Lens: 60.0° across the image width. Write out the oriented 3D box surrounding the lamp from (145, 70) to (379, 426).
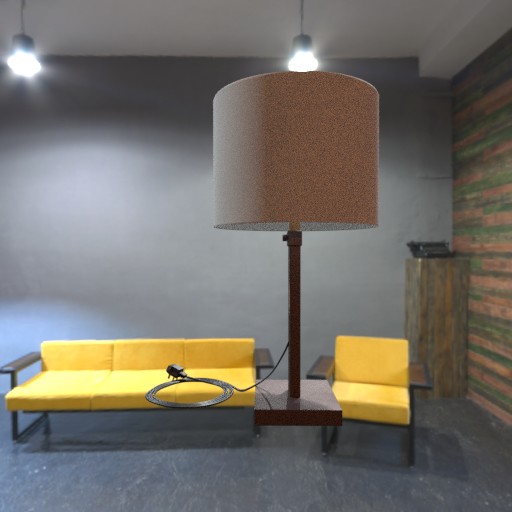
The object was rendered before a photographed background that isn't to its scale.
[{"bbox_3d":[0.000,0.000,0.995,0.525,0.668,0.396,0,1,1],"label":"lamp"}]
